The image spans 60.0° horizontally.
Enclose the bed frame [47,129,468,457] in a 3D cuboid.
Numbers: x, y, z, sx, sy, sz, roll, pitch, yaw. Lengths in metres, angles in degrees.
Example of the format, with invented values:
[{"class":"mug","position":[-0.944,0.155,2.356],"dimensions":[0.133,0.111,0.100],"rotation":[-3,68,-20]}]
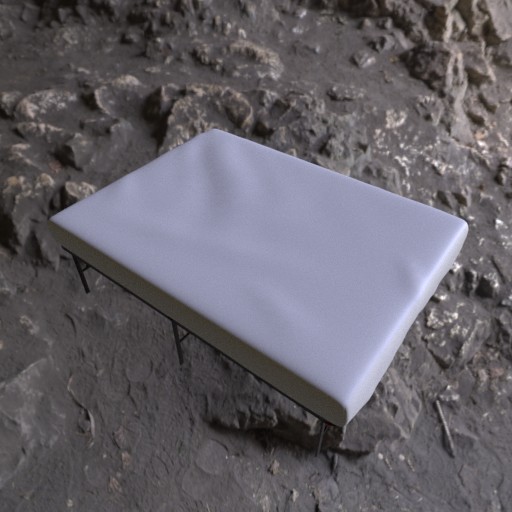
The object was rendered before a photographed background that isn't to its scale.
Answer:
[{"class":"bed frame","position":[0.000,0.000,2.889],"dimensions":[2.151,0.667,1.584],"rotation":[27,49,27]}]
